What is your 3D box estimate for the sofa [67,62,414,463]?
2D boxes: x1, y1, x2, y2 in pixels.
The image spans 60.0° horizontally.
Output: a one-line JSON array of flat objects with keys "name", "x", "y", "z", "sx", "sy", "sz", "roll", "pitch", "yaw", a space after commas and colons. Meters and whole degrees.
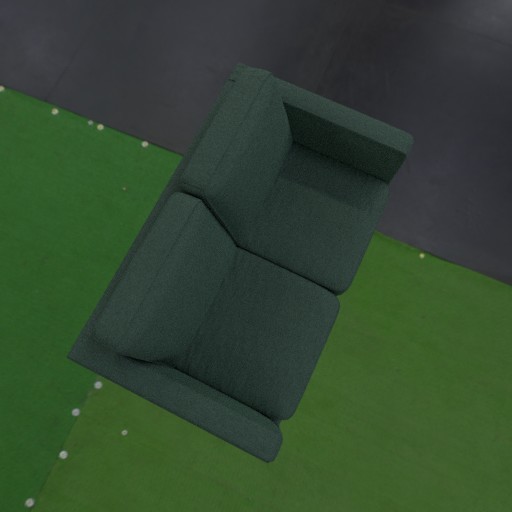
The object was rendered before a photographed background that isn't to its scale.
[{"name": "sofa", "x": 0.000, "y": 0.000, "z": 1.980, "sx": 0.879, "sy": 0.899, "sz": 1.430, "roll": 25, "pitch": 77, "yaw": 6}]
